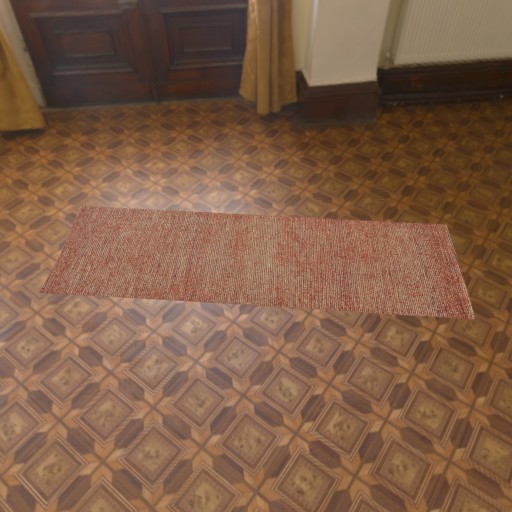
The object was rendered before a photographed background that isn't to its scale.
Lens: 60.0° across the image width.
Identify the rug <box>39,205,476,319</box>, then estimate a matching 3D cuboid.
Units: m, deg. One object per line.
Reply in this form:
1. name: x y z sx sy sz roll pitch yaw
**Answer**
1. rug: 0.000 0.000 2.599 2.353 0.013 0.718 3 48 3
